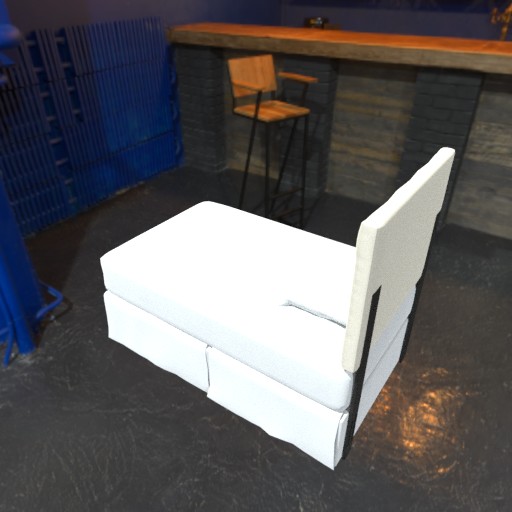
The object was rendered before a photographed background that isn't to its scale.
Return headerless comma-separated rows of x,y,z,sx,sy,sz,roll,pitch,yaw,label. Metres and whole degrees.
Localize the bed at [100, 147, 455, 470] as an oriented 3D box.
0.000,0.000,3.002,1.997,1.571,1.261,21,38,29,bed
